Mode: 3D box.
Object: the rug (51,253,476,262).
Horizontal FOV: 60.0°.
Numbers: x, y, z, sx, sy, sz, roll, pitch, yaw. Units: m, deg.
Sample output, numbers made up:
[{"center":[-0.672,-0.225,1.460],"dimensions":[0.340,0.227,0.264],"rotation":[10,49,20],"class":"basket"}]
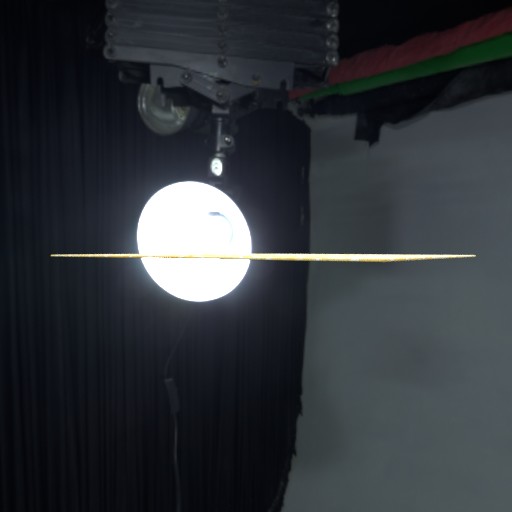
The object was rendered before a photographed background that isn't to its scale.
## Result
[{"center":[0.000,0.000,2.280],"dimensions":[1.829,0.010,1.213],"rotation":[1,1,37],"class":"rug"}]
